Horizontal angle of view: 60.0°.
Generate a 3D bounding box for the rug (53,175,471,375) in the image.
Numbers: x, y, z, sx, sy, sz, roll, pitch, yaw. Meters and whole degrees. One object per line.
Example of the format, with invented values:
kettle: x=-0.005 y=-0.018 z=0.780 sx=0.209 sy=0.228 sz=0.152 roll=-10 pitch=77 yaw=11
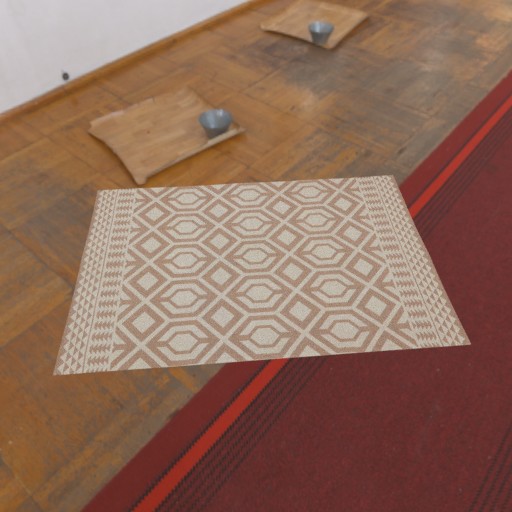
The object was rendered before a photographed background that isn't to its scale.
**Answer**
rug: x=0.000 y=0.000 z=2.338 sx=1.829 sy=0.008 sz=1.219 roll=-4 pitch=48 yaw=-3
